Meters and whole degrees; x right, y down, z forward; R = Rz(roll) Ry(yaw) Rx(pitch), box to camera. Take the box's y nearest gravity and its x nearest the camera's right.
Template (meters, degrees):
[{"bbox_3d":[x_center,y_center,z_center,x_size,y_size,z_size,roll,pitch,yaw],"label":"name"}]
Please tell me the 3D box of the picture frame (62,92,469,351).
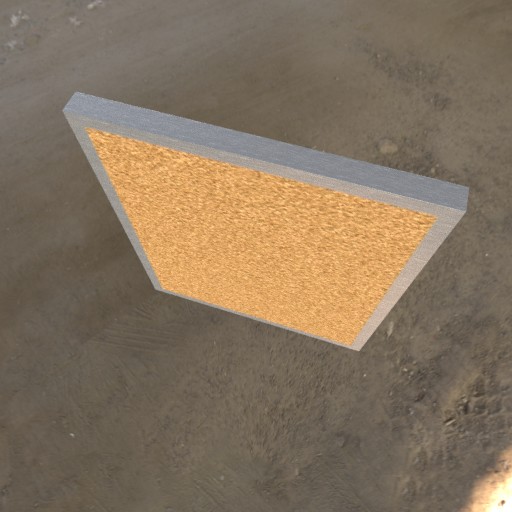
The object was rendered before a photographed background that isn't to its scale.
[{"bbox_3d":[0.000,0.000,0.517,0.327,0.378,0.027,16,64,8],"label":"picture frame"}]
